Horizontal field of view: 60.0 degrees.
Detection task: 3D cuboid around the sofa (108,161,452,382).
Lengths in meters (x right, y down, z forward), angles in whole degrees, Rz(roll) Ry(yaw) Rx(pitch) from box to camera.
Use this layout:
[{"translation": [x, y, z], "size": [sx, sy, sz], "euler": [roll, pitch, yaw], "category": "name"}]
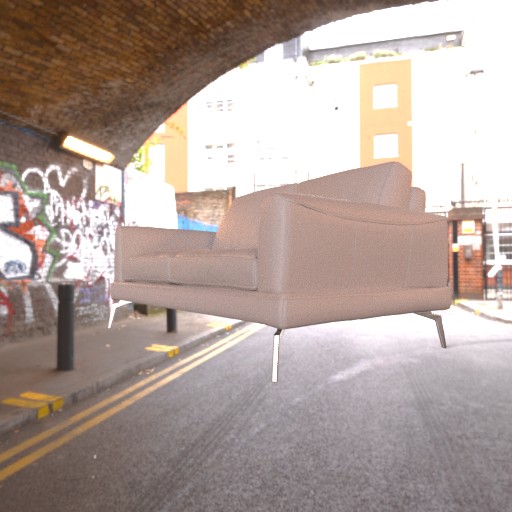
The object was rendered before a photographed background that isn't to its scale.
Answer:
[{"translation": [0.000, 0.000, 2.532], "size": [1.121, 0.930, 1.819], "euler": [1, -2, -36], "category": "sofa"}]
